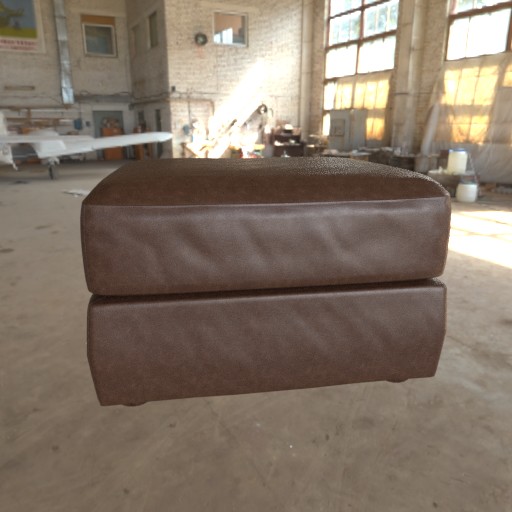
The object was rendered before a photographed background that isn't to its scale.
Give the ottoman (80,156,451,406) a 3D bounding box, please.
[{"bbox_3d":[0.000,0.000,1.130,0.751,0.476,0.603,-2,17,-8],"label":"ottoman"}]
